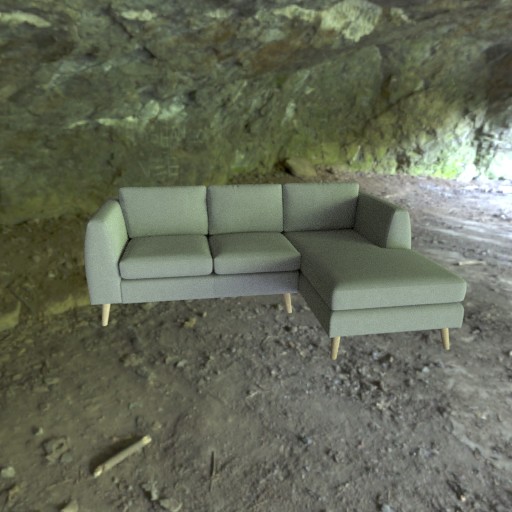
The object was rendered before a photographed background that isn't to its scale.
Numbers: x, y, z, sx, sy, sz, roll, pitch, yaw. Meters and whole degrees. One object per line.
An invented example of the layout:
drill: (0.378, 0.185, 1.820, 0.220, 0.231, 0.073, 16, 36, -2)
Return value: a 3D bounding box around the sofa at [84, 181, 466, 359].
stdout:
sofa: (0.000, 0.000, 3.166, 2.300, 0.860, 1.580, -3, 18, -9)
